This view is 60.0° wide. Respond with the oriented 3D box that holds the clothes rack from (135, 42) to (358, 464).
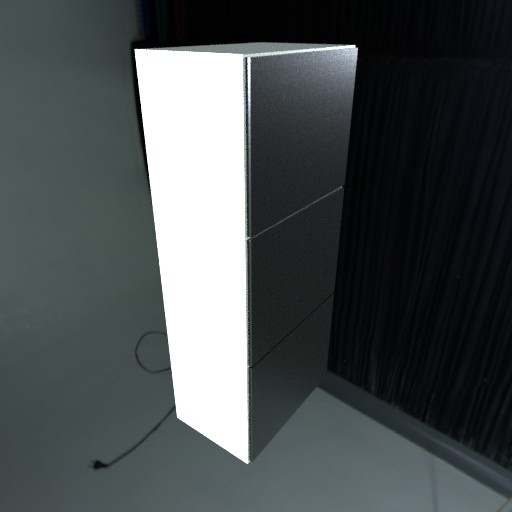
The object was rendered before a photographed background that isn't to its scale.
[{"bbox_3d":[0.000,0.000,1.391,0.330,1.187,0.500,19,33,32],"label":"clothes rack"}]
